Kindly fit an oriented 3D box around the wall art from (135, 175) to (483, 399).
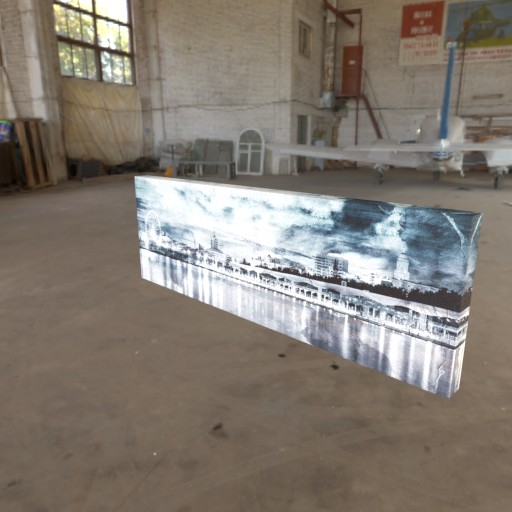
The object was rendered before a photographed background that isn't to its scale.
[{"bbox_3d":[0.000,0.000,0.833,0.759,0.251,0.037,14,21,42],"label":"wall art"}]
